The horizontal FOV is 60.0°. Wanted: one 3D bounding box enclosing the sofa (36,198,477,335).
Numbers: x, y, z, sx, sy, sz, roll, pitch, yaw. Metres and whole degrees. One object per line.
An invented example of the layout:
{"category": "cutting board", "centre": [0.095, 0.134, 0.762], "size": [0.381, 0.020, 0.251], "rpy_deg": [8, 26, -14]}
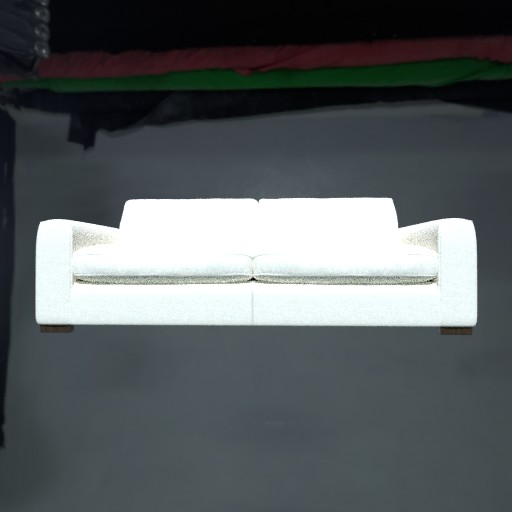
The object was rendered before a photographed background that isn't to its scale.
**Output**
{"category": "sofa", "centre": [0.000, 0.000, 2.747], "size": [2.262, 0.801, 1.070], "rpy_deg": [0, 0, 2]}
